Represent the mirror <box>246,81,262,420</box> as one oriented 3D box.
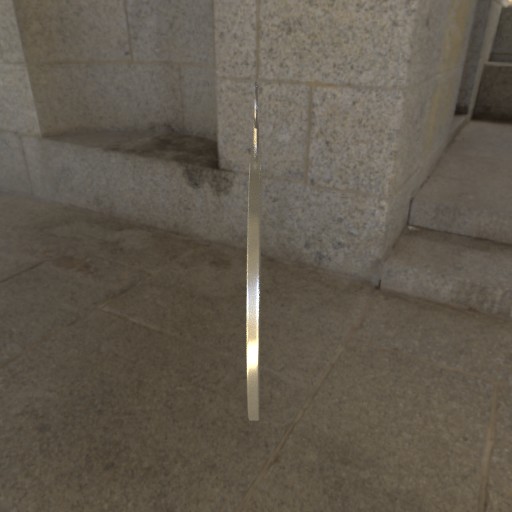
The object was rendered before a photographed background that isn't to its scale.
[{"bbox_3d":[0.000,0.000,0.969,0.020,0.713,0.594,0,27,1],"label":"mirror"}]
